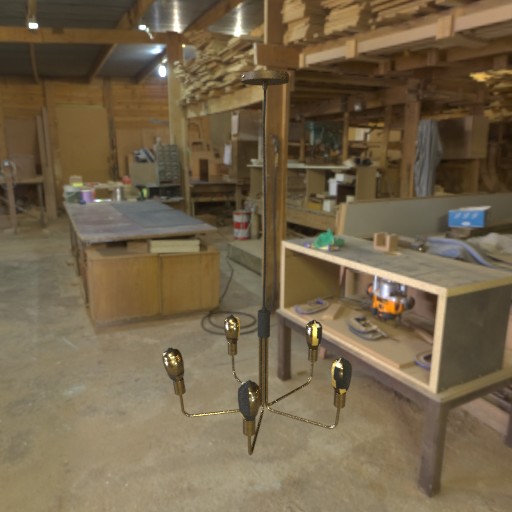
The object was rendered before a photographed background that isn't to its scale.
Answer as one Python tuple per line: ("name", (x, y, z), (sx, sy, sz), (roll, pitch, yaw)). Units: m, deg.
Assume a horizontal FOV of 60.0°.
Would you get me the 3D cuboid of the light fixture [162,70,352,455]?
("light fixture", (0.000, 0.000, 1.386), (0.588, 1.059, 0.532), (-6, 15, -25))
